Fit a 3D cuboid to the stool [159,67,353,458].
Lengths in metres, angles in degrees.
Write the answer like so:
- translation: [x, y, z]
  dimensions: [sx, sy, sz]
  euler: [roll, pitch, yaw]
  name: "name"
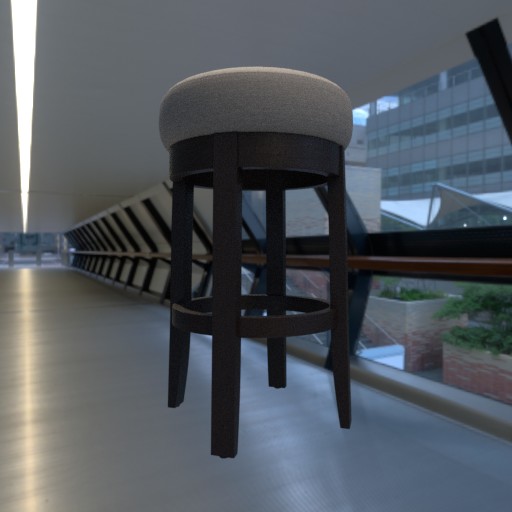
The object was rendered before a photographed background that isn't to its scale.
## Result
- translation: [0.000, 0.000, 1.041]
  dimensions: [0.443, 0.757, 0.443]
  euler: [0, 2, 0]
  name: "stool"
